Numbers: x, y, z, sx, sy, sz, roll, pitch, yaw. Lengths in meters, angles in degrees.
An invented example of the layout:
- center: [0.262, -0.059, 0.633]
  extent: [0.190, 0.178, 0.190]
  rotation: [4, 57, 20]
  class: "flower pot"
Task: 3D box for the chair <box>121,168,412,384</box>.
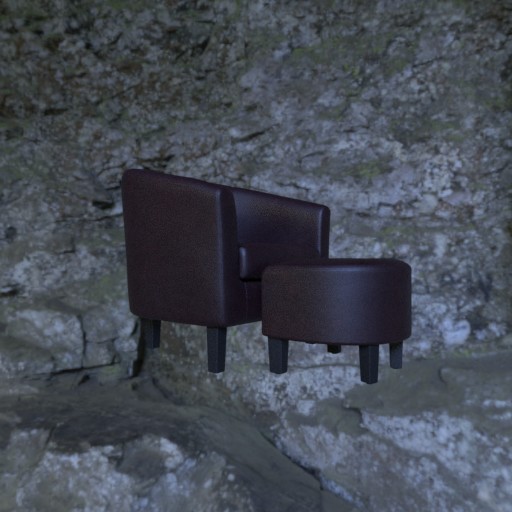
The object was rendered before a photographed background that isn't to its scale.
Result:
- center: [0.000, 0.000, 1.716]
  extent: [1.176, 0.755, 0.737]
  rotation: [0, 0, 38]
  class: "chair"
